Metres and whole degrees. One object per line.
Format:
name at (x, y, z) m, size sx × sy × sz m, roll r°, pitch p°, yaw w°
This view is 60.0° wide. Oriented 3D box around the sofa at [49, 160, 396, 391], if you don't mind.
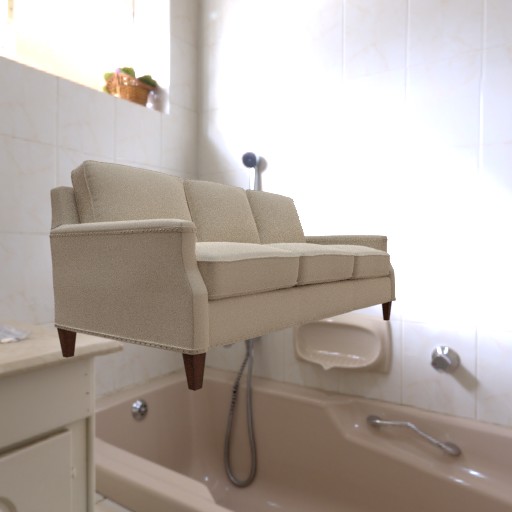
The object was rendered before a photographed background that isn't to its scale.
sofa at (0.000, 0.000, 2.840) m, size 1.084 × 1.003 × 2.246 m, roll 1°, pitch 1°, yaw 36°
